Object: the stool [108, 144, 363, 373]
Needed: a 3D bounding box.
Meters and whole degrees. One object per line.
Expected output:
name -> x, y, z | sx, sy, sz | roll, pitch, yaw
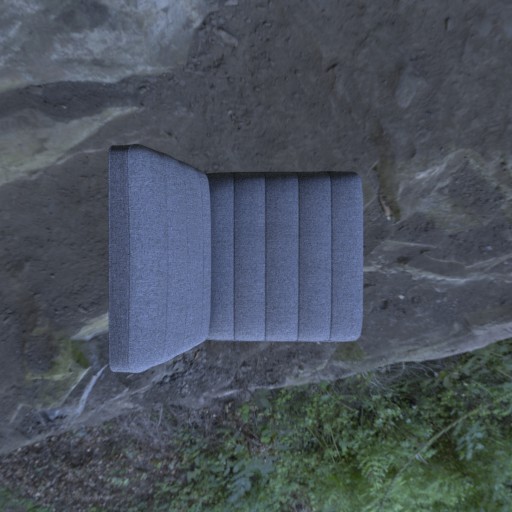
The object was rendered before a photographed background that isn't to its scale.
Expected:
stool -> 0.000, 0.000, 1.358 | 0.571, 1.034, 0.459 | 0, 91, 0
